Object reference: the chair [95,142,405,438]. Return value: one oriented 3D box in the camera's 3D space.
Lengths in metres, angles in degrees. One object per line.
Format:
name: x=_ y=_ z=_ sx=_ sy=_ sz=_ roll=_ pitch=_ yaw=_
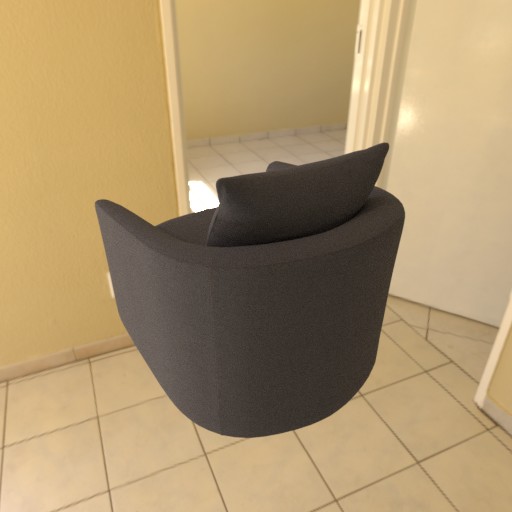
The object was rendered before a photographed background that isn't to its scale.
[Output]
chair: x=0.000 y=0.000 z=1.558 sx=0.845 sy=0.848 sz=0.910 roll=-18 pitch=35 yaw=-28
